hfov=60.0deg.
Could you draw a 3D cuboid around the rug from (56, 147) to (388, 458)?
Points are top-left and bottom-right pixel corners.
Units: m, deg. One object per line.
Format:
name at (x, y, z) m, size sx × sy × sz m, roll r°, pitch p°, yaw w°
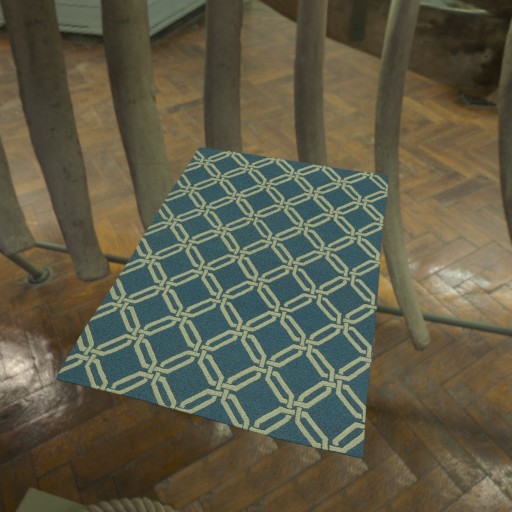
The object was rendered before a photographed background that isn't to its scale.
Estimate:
rug at (0.000, 0.000, 2.765) m, size 1.524 × 0.013 × 2.135 m, roll 11°, pitch 48°, yaw 10°
